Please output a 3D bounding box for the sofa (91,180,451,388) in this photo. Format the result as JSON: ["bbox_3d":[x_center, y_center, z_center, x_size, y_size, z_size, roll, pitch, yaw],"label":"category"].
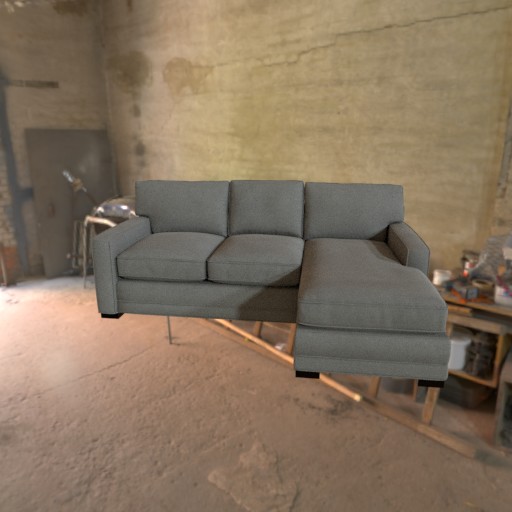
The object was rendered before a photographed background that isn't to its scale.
[{"bbox_3d":[0.000,0.000,2.878,2.087,0.861,1.496,2,16,8],"label":"sofa"}]
